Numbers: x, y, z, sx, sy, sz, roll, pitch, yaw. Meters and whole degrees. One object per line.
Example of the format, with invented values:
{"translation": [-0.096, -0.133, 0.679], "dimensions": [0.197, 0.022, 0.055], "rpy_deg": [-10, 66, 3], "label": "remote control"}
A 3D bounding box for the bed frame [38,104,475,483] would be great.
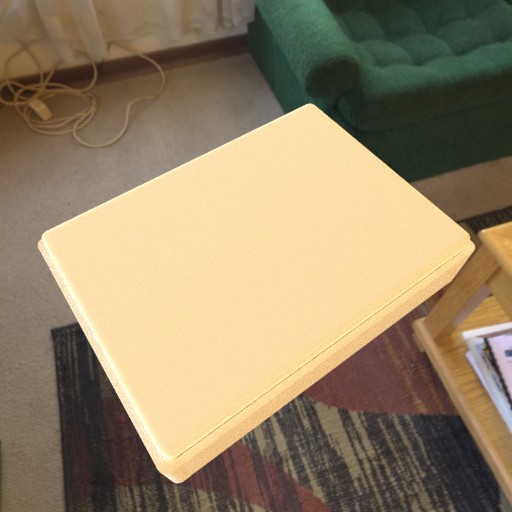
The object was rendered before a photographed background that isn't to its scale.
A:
{"translation": [0.000, 0.000, 2.451], "dimensions": [1.900, 0.406, 1.400], "rpy_deg": [-31, 62, -18], "label": "bed frame"}
